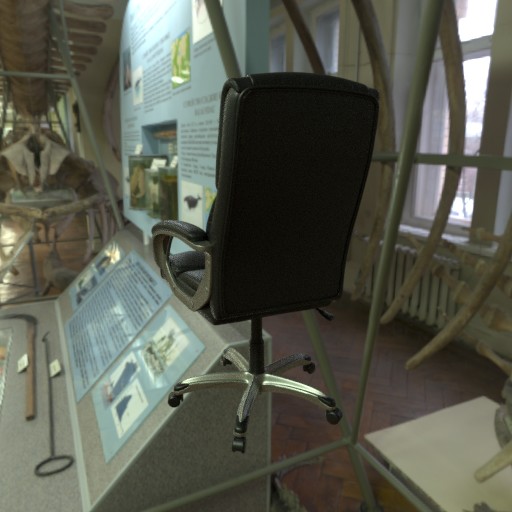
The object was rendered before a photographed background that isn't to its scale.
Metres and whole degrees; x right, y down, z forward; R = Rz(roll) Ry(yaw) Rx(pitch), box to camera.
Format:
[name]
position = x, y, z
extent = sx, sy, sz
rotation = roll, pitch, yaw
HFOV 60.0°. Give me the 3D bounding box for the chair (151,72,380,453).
[chair]
position = 0.000, 0.000, 1.615
extent = 0.663, 1.155, 0.739
rotation = -6, 15, -25
